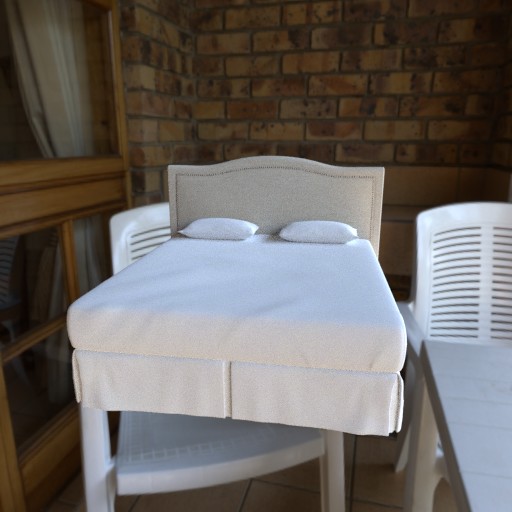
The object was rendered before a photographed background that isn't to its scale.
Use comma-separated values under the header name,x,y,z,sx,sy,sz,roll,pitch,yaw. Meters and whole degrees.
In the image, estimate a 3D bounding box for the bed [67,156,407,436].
name,x,y,z,sx,sy,sz,roll,pitch,yaw
bed,0.000,0.000,3.407,2.083,1.421,2.182,2,15,8
